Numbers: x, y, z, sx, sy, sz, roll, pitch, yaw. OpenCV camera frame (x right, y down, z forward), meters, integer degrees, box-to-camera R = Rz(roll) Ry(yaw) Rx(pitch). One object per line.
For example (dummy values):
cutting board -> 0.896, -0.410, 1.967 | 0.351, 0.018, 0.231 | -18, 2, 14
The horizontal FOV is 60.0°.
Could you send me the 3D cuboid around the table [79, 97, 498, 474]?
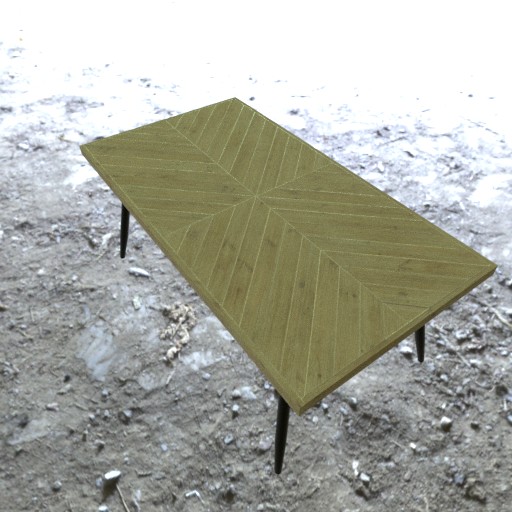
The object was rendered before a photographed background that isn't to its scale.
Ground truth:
table -> 0.000, 0.000, 2.282 | 0.991, 0.762, 1.803 | -27, 50, -25
